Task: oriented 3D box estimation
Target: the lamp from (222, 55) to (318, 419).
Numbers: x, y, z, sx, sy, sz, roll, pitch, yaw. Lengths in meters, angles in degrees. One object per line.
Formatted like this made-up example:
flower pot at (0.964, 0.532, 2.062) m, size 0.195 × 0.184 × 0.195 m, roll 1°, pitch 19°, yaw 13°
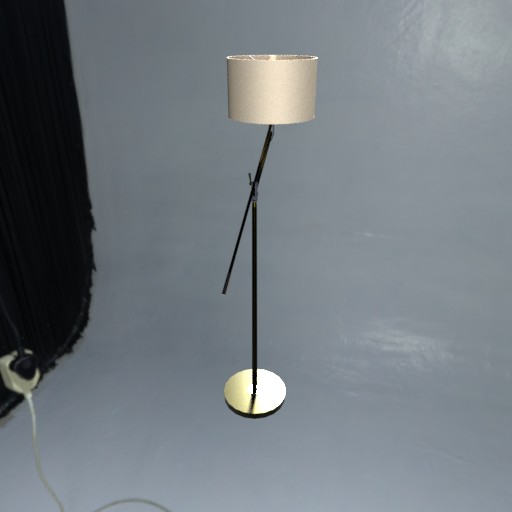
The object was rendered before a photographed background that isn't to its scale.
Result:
lamp at (0.000, 0.000, 2.008) m, size 0.373 × 1.635 × 0.809 m, roll 8°, pitch 28°, yaw 16°
